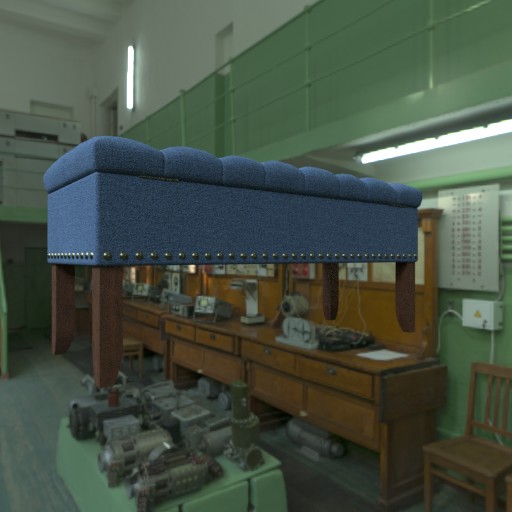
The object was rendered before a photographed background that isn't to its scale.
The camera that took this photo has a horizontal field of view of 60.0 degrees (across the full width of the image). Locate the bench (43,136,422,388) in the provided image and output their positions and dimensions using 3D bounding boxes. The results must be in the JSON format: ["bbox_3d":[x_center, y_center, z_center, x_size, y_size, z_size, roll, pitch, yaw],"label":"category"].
[{"bbox_3d":[0.000,0.000,1.278,1.052,0.492,0.417,0,0,-37],"label":"bench"}]
